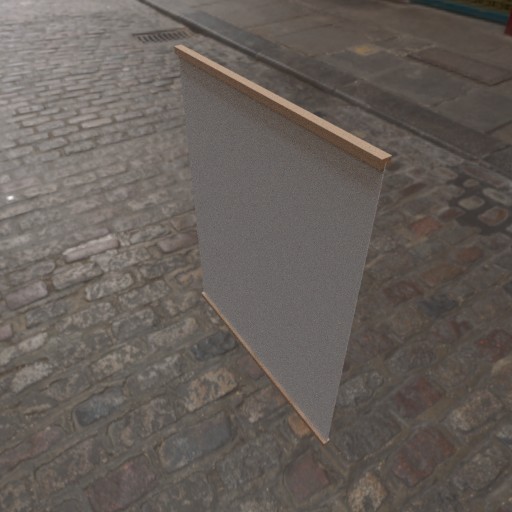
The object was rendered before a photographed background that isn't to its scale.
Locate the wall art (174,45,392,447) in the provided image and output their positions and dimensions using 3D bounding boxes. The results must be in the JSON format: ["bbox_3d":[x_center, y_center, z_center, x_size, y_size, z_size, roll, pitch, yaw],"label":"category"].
[{"bbox_3d":[0.000,0.000,0.673,0.012,0.508,0.405,-23,46,-25],"label":"wall art"}]
